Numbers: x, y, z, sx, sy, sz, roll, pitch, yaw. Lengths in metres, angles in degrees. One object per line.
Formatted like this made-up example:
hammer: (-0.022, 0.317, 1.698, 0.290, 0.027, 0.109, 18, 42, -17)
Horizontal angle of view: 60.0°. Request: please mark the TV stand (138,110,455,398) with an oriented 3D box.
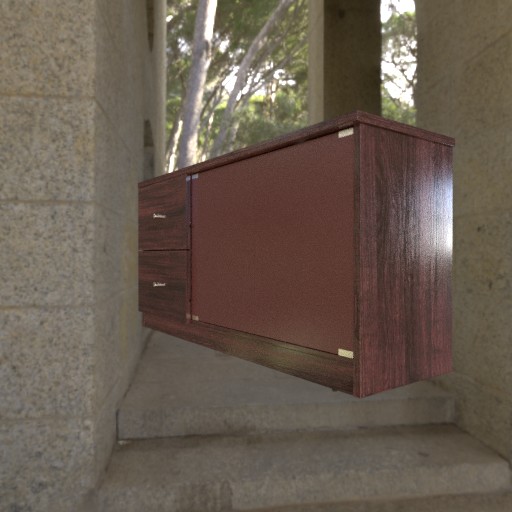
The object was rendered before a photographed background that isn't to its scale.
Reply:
TV stand: (0.000, 0.000, 1.510, 0.404, 0.614, 1.192, 0, 0, -37)
